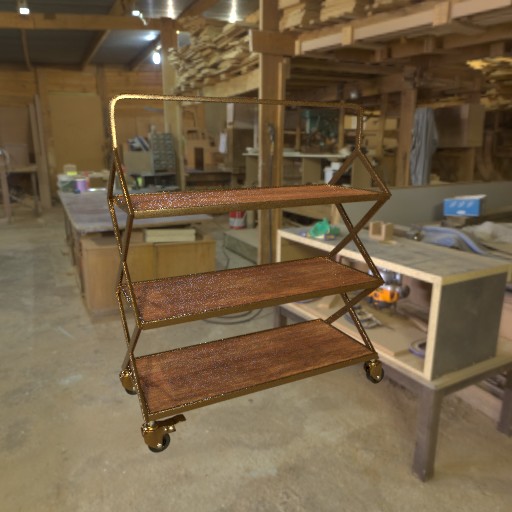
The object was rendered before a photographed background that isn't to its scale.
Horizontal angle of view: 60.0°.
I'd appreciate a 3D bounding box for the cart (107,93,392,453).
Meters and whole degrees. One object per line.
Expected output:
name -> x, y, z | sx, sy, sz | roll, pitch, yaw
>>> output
cart -> 0.000, 0.000, 1.203 | 0.723, 0.805, 0.313 | -7, 16, -26
